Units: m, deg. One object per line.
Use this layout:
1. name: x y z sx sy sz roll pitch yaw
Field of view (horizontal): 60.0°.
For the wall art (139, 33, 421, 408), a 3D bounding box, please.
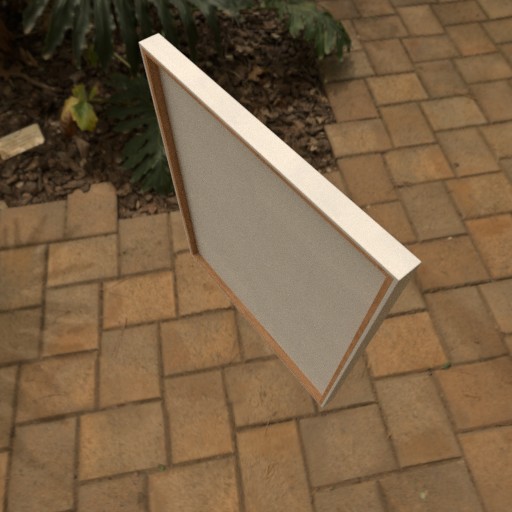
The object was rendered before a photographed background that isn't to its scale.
1. wall art: 0.000 0.000 0.818 0.037 0.606 0.508 -35 65 -19
